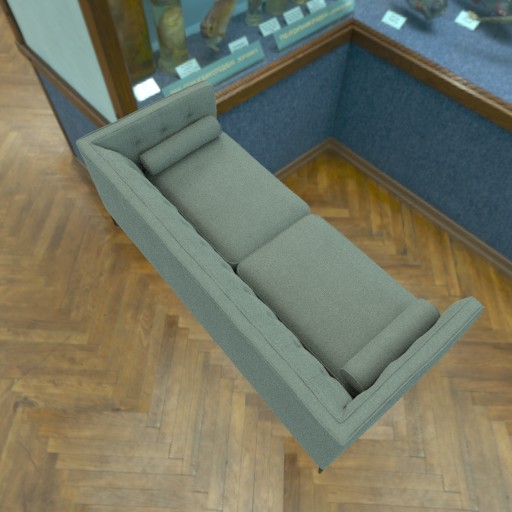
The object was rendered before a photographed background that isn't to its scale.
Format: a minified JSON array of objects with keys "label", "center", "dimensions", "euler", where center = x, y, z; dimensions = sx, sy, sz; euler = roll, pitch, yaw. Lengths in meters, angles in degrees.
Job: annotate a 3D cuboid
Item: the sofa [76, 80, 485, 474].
[{"label":"sofa","center":[0.000,0.000,2.495],"dimensions":[0.912,0.798,2.079],"euler":[-35,64,-20]}]
